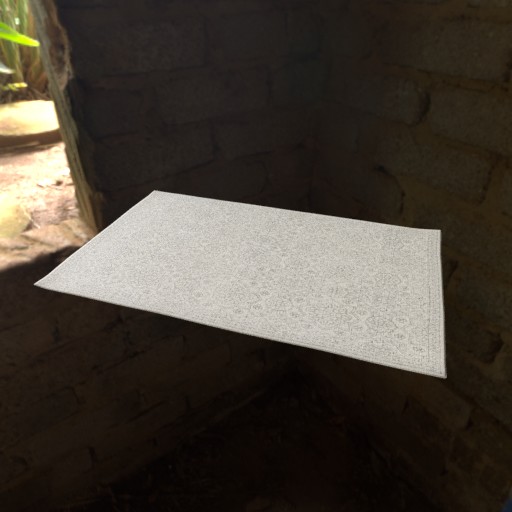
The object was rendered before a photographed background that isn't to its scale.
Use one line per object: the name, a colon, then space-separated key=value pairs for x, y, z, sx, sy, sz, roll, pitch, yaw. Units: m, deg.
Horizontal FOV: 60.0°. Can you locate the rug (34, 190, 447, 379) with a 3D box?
rug: x=0.000 y=0.000 z=2.439 sx=1.947 sy=0.023 sz=1.214 roll=10 pitch=34 yaw=15
